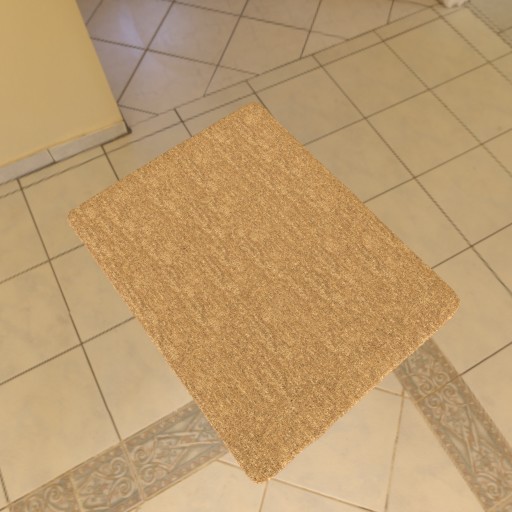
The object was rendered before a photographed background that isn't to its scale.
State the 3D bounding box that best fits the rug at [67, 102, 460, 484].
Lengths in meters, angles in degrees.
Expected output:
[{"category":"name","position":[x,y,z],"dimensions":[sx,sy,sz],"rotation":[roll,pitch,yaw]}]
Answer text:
[{"category":"rug","position":[0.000,0.000,3.854],"dimensions":[2.242,0.050,2.873],"rotation":[-36,70,-15]}]
